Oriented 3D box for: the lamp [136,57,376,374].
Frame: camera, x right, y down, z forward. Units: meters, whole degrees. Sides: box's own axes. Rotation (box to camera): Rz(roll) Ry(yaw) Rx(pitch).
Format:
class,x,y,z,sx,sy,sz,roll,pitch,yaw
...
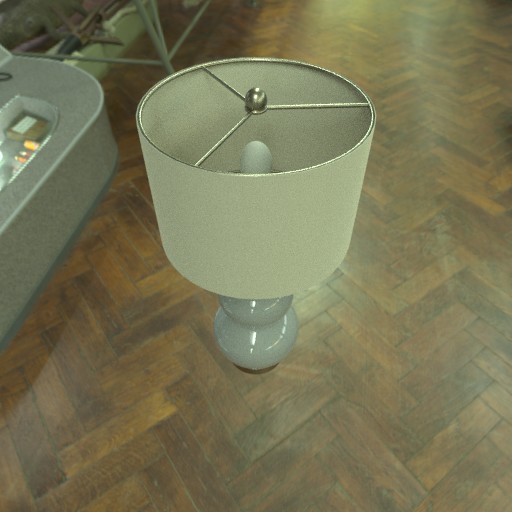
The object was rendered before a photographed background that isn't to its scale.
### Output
class,x,y,z,sx,sy,sz,roll,pitch,yaw
lamp,0.000,0.000,0.933,0.367,0.730,0.367,-16,48,-15
